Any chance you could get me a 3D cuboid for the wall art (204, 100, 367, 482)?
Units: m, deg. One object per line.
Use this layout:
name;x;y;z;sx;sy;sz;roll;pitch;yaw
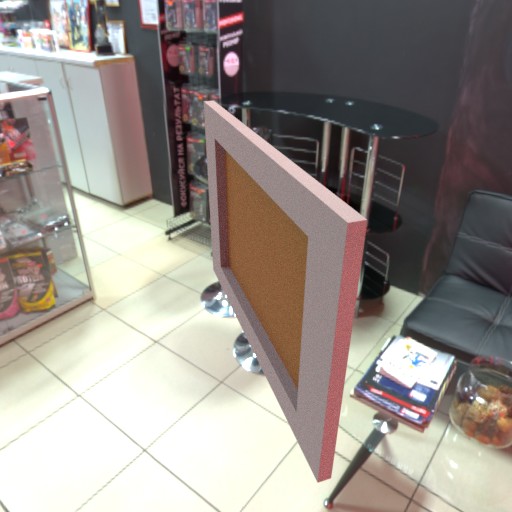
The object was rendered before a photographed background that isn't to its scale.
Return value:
wall art;0.000;0.000;1.166;0.033;0.617;0.906;-10;32;-16
